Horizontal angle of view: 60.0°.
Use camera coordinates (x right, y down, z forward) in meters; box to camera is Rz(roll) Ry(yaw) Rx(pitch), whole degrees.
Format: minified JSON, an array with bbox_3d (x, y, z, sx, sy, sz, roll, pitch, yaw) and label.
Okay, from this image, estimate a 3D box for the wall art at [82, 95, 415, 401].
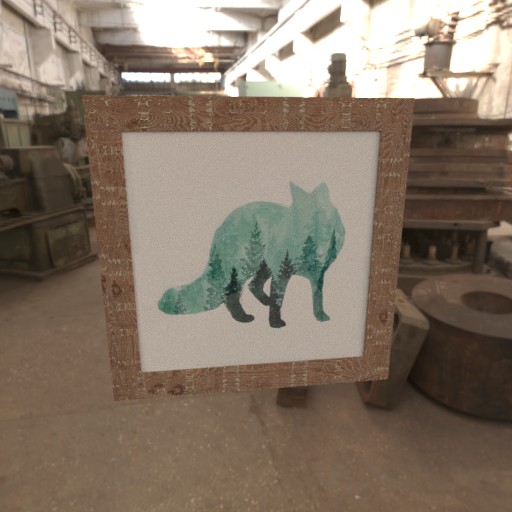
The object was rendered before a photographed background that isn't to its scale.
[{"bbox_3d":[0.000,0.000,0.568,0.384,0.384,0.012,-2,17,-8],"label":"wall art"}]
